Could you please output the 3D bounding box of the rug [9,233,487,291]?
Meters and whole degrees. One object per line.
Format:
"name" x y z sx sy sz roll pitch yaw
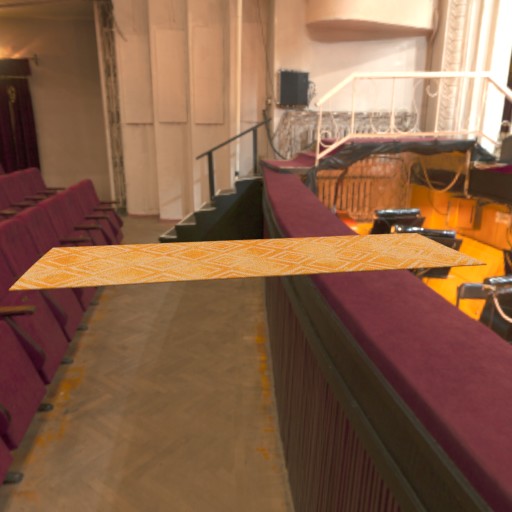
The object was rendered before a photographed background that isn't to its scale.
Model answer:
"rug" 0.000 0.000 2.584 2.438 0.010 0.775 -3 16 -9
